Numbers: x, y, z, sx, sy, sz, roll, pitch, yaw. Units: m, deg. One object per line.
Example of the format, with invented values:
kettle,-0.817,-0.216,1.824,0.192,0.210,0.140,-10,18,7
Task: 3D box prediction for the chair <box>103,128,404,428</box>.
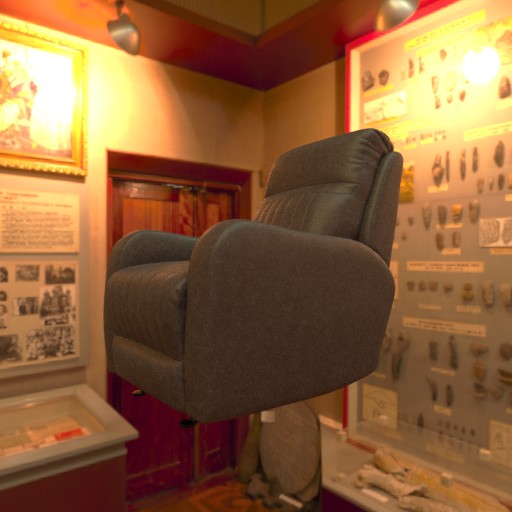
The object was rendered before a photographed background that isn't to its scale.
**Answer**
chair,0.000,0.000,1.820,1.067,1.067,0.865,0,0,-37
